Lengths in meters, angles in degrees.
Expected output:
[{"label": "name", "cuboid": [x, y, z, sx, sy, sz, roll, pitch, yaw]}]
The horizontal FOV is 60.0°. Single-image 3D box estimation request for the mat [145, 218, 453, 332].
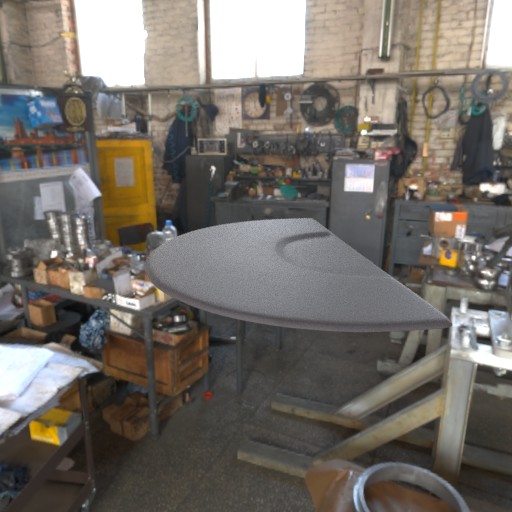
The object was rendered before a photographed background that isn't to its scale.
[{"label": "mat", "cuboid": [0.000, 0.000, 1.880, 0.917, 0.022, 1.525, -2, 16, -8]}]
